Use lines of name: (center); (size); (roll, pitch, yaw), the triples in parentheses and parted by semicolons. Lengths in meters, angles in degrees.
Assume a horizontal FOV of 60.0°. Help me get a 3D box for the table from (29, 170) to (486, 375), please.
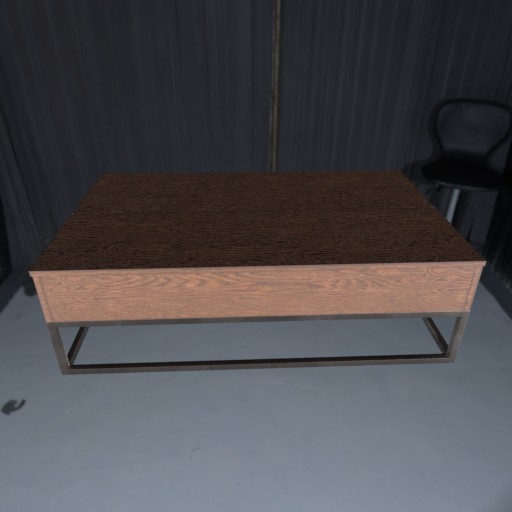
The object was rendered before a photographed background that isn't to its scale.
table: (0.000, 0.000, 1.529); (1.167, 0.361, 0.719); (-1, 30, -2)
